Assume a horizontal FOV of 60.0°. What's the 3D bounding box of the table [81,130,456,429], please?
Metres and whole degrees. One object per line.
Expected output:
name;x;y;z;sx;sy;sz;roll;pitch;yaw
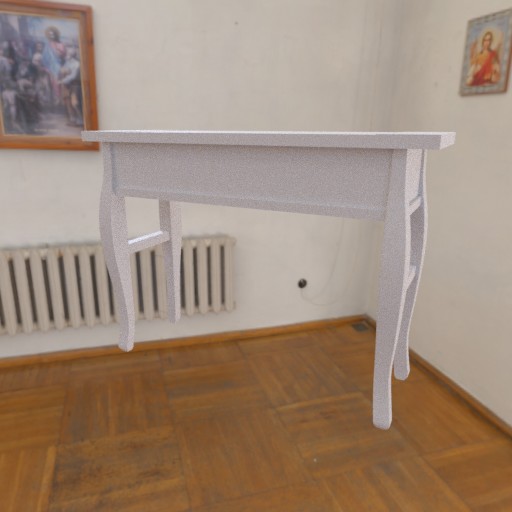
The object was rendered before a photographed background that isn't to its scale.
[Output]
table;0.000;0.000;1.422;1.062;0.768;0.373;9;19;27
